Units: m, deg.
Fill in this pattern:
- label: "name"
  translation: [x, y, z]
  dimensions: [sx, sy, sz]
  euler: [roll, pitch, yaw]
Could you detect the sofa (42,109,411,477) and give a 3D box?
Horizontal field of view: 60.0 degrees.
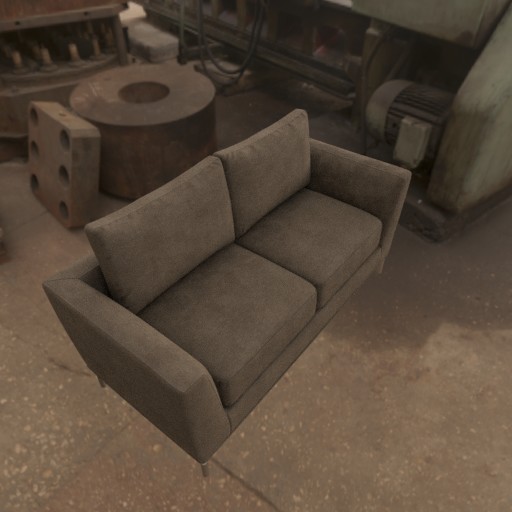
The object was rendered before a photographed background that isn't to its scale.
- label: "sofa"
  translation: [0.000, 0.000, 2.328]
  dimensions: [0.855, 1.013, 1.832]
  euler: [27, 48, 28]
